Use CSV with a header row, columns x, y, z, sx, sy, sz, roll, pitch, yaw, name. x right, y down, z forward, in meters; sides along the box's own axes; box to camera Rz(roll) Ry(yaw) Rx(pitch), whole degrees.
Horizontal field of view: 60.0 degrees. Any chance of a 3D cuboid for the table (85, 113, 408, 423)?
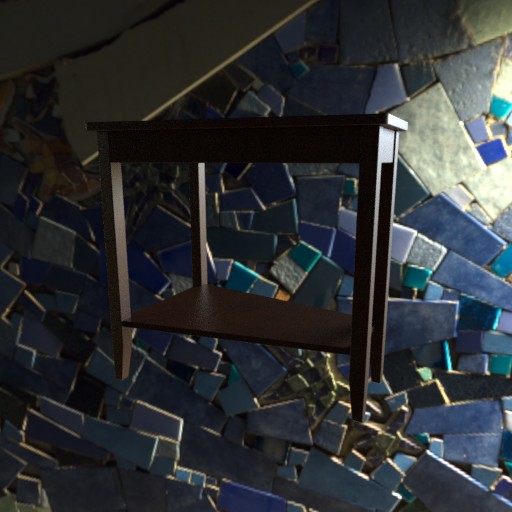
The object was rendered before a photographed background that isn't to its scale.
x,y,z,sx,sy,sz,roll,pitch,yaw,name
0.000,0.000,1.029,0.605,0.589,0.399,6,14,26,table
